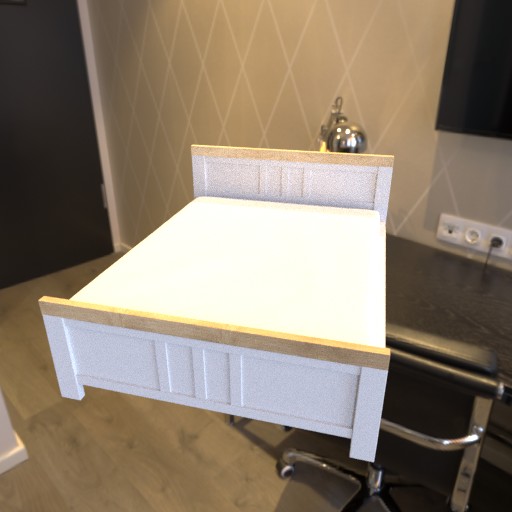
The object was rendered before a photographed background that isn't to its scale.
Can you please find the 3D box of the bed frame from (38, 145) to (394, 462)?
[{"bbox_3d":[0.000,0.000,2.929,1.670,0.980,2.050,6,26,13],"label":"bed frame"}]
